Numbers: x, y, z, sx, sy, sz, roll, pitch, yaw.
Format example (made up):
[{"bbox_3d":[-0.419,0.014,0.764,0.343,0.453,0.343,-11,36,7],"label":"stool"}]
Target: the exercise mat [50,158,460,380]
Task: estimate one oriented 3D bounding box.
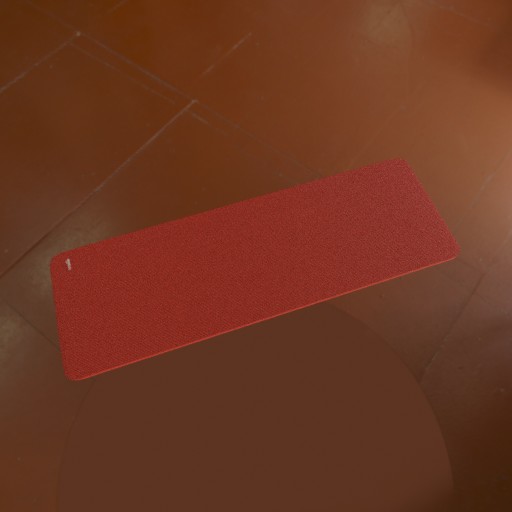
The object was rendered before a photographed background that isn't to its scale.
[{"bbox_3d":[0.000,0.000,2.092,1.869,0.021,0.616,-17,65,-8],"label":"exercise mat"}]
